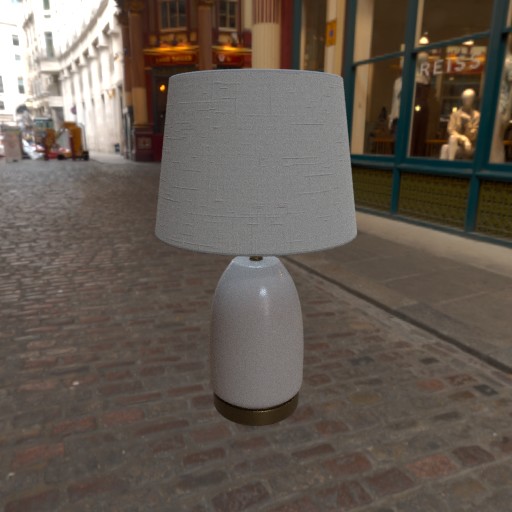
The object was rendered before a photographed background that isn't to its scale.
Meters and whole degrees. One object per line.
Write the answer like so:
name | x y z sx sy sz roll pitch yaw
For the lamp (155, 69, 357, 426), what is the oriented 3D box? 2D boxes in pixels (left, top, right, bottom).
lamp | 0.000 0.000 0.652 0.285 0.483 0.285 0 16 0
